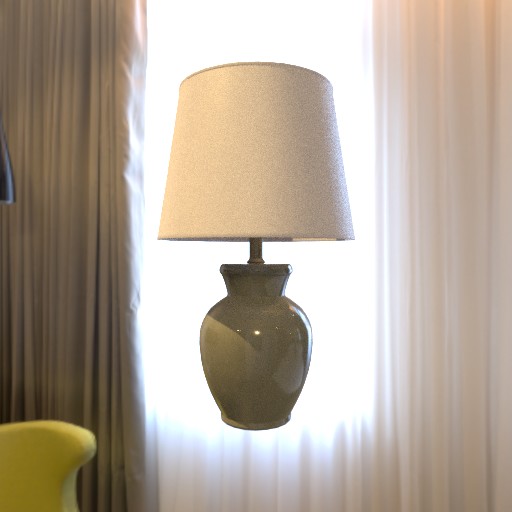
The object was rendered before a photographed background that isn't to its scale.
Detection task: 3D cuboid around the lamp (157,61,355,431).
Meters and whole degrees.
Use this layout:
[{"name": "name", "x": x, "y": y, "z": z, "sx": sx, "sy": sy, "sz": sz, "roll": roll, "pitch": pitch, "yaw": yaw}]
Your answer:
[{"name": "lamp", "x": 0.000, "y": 0.000, "z": 0.547, "sx": 0.239, "sy": 0.399, "sz": 0.239, "roll": 0, "pitch": 1, "yaw": 0}]
